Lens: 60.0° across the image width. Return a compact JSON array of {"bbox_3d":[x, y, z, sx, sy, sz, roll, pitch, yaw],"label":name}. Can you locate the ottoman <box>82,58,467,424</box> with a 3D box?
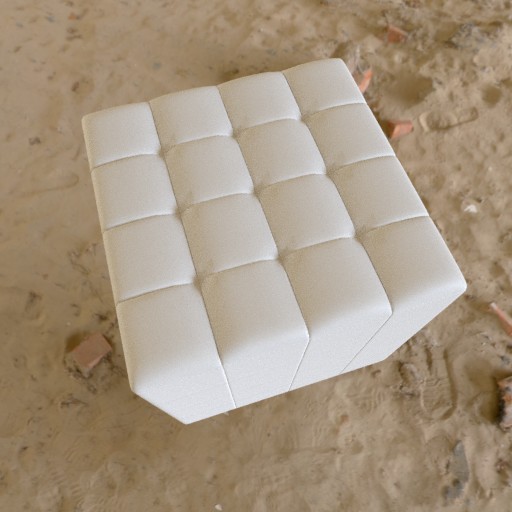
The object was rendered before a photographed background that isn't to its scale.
[{"bbox_3d":[0.000,0.000,0.786,0.425,0.432,0.425,-16,65,-7],"label":"ottoman"}]
